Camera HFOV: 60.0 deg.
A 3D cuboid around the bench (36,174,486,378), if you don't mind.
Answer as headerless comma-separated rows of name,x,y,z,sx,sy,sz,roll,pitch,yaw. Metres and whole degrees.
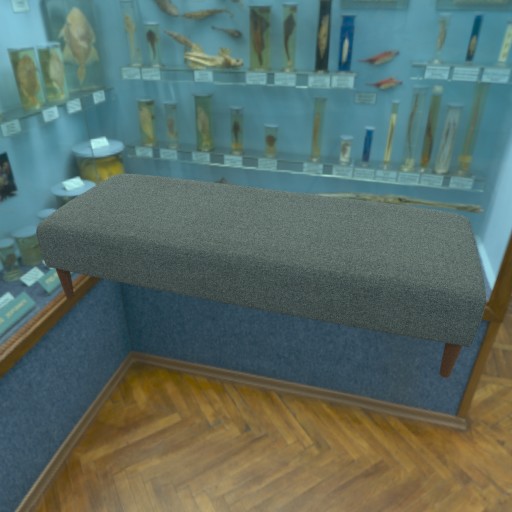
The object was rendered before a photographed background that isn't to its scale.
bench,0.000,0.000,1.807,1.598,0.384,0.631,9,32,15
